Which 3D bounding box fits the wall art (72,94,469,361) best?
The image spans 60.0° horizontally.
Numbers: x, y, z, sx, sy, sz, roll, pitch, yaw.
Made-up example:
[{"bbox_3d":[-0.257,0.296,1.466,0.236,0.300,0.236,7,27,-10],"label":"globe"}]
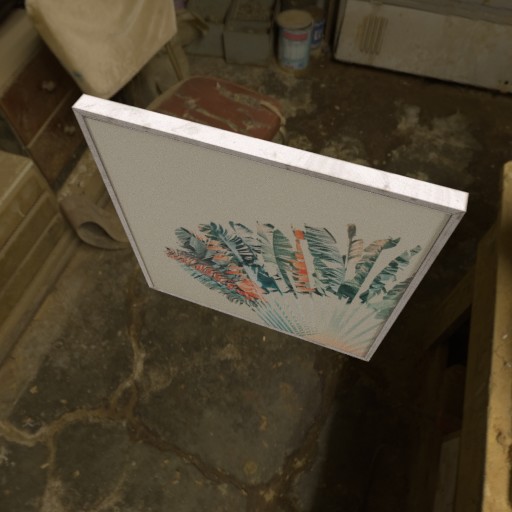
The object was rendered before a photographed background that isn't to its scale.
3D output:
[{"bbox_3d":[0.000,0.000,0.761,0.508,0.506,0.029,17,60,10],"label":"wall art"}]
